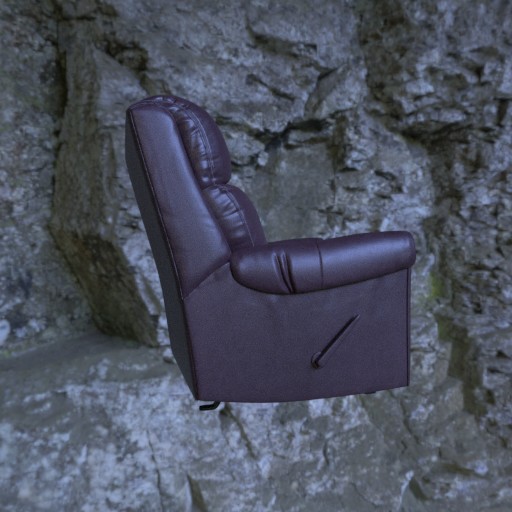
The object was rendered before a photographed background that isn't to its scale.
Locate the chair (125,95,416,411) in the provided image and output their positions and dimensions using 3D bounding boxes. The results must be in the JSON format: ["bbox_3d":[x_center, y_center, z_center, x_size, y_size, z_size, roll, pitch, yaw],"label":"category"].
[{"bbox_3d":[0.000,0.000,1.792,1.014,1.054,0.838,0,0,-17],"label":"chair"}]
